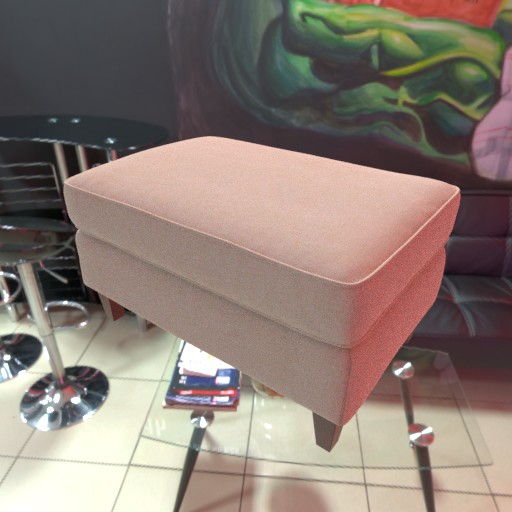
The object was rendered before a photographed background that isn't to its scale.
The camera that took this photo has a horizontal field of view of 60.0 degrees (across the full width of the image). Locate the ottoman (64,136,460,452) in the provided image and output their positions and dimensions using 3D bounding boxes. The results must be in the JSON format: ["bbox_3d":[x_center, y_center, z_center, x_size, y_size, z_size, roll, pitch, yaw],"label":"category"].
[{"bbox_3d":[0.000,0.000,1.198,0.862,0.484,0.583,21,35,32],"label":"ottoman"}]
